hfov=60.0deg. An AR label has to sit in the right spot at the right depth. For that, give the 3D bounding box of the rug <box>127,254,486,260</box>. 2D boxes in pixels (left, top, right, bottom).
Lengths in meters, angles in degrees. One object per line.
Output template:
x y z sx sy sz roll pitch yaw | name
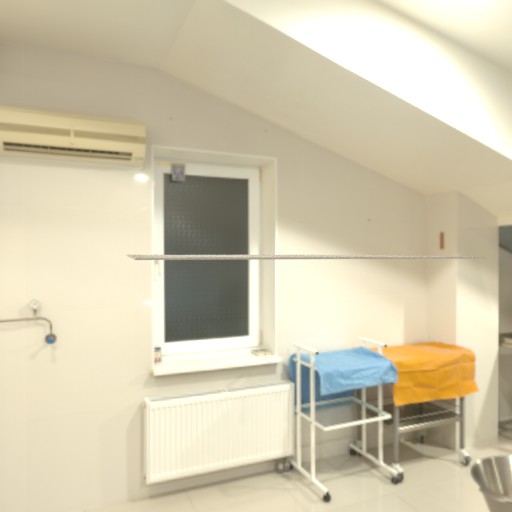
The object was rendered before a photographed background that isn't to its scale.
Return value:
0.000 0.000 4.427 2.448 0.020 3.359 0 0 -17 | rug
